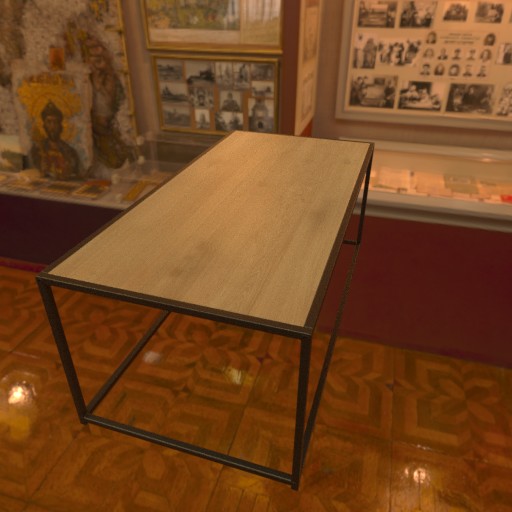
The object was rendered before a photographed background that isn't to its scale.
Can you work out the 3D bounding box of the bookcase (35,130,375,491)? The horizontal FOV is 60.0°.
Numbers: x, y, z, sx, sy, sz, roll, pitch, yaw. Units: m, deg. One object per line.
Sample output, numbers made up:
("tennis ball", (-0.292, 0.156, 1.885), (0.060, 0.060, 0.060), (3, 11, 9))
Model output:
("bookcase", (0.000, 0.000, 1.230), (0.500, 0.400, 1.000), (10, 33, 15))
